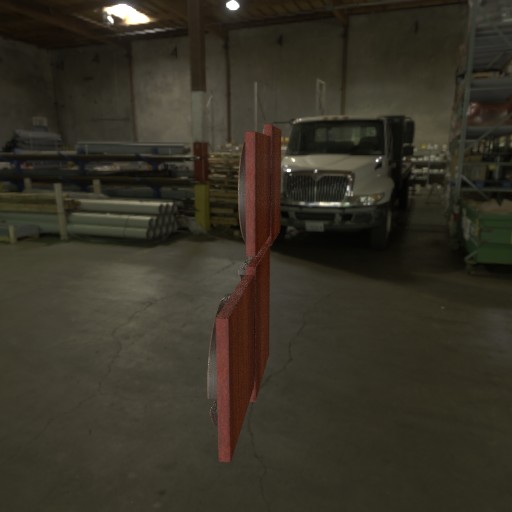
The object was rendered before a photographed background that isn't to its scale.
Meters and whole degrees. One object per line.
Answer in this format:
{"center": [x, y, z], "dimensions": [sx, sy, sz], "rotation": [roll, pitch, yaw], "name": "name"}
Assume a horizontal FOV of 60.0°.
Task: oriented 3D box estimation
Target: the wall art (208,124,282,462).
{"center": [0.000, 0.000, 0.847], "dimensions": [0.030, 0.497, 0.635], "rotation": [2, 13, 8], "name": "wall art"}
